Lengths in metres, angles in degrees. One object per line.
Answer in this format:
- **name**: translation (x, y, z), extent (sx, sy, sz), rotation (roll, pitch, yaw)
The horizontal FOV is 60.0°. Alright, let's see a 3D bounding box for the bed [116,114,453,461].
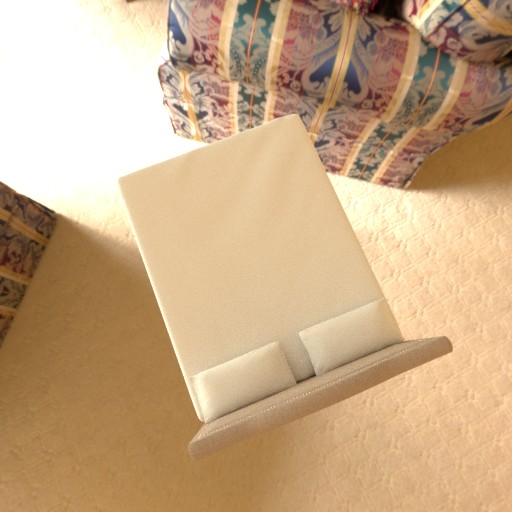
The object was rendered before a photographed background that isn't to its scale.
- **bed**: translation (0.000, 0.000, 3.481), extent (1.821, 1.436, 2.282), rotation (-21, 77, -5)
